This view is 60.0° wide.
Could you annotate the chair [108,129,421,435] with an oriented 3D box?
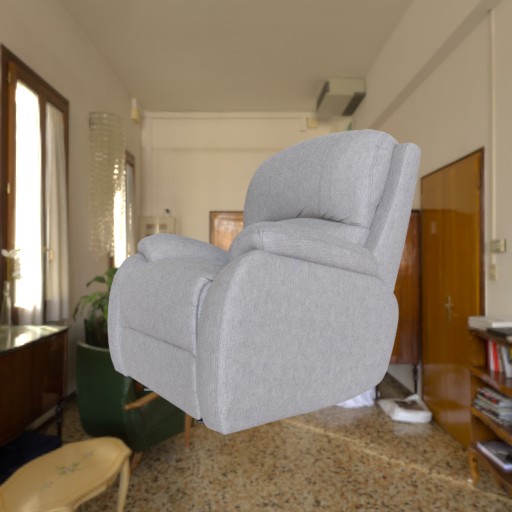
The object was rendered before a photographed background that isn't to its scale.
[{"bbox_3d":[0.000,0.000,1.716,0.899,1.011,0.930,0,-1,-36],"label":"chair"}]
